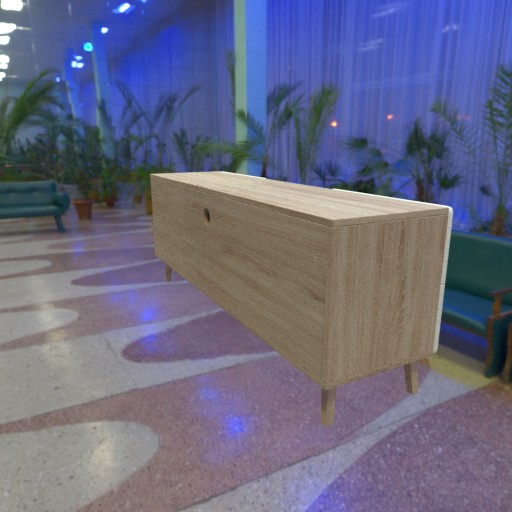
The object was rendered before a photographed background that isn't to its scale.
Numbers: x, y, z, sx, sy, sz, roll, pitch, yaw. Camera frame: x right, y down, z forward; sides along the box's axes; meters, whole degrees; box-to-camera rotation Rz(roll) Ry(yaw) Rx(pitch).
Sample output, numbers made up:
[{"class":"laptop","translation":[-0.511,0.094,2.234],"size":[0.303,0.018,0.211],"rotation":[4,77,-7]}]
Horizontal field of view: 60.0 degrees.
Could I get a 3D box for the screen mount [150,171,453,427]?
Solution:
[{"class":"screen mount","translation":[0.000,0.000,1.796],"size":[0.420,0.570,1.500],"rotation":[-8,17,-27]}]
